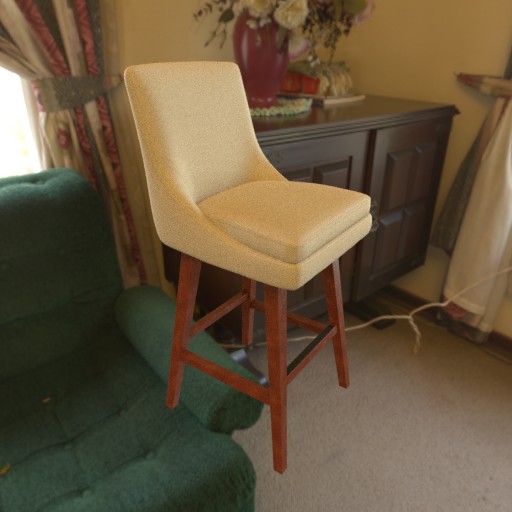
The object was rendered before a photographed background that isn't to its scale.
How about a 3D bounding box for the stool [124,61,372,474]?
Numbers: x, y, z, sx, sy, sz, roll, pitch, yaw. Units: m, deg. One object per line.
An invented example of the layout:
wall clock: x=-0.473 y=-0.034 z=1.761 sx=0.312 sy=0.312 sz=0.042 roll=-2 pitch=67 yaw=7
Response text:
stool: x=0.000 y=0.000 z=1.370 sx=0.559 sy=1.092 sz=0.470 roll=17 pitch=30 yaw=32
